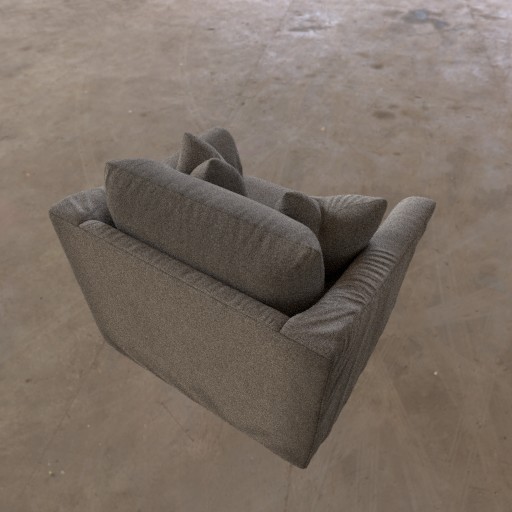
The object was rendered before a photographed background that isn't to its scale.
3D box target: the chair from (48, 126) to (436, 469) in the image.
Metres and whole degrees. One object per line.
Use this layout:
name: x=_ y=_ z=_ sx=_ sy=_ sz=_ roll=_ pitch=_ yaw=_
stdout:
chair: x=0.000 y=0.000 z=1.965 sx=1.194 sy=1.059 sz=1.071 roll=25 pitch=51 yaw=22
